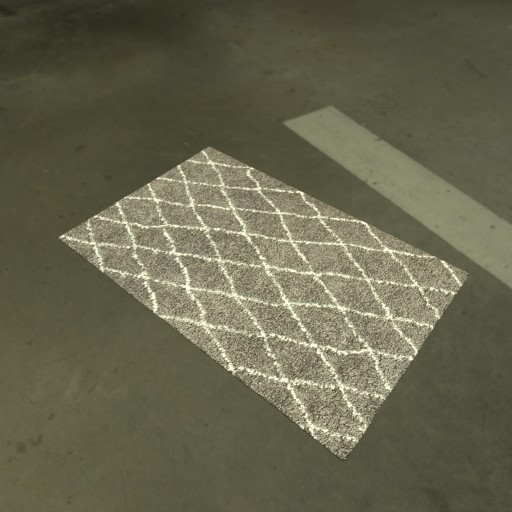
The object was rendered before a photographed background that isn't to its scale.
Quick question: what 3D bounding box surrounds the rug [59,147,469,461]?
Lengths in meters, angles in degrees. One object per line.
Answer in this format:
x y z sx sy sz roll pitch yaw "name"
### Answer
0.000 0.000 3.494 2.743 0.030 1.778 31 54 26 "rug"
